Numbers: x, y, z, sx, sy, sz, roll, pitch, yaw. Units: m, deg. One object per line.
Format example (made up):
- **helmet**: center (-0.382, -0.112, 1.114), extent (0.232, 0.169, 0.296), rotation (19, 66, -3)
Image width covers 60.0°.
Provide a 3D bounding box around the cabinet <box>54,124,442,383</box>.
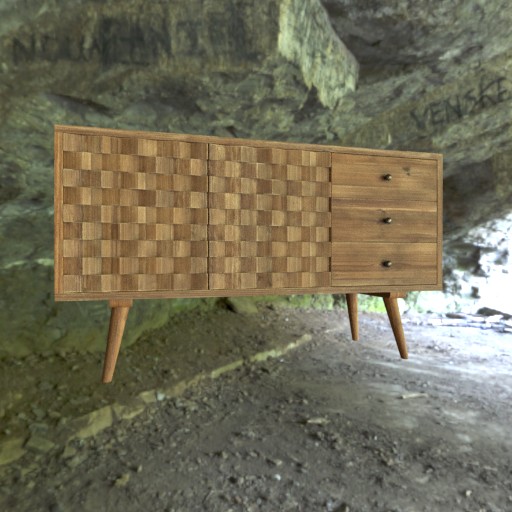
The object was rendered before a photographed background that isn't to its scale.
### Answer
- **cabinet**: center (0.000, 0.000, 1.743), extent (1.400, 0.800, 0.472), rotation (0, 0, -17)
